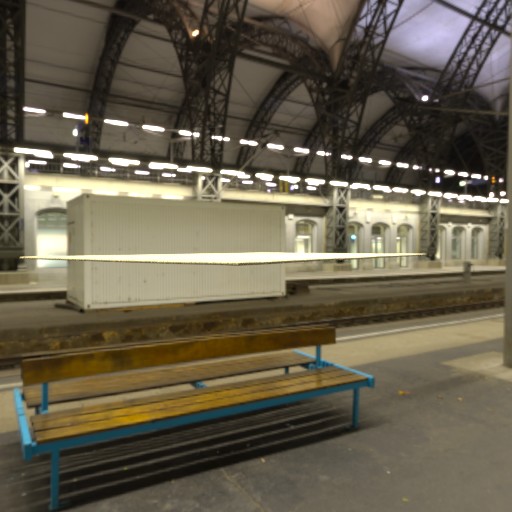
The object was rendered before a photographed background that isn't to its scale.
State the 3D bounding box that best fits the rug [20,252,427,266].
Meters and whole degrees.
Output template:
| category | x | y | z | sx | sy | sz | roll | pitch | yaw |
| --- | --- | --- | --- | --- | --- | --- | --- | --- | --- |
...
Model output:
| category | x | y | z | sx | sy | sz | roll | pitch | yaw |
| --- | --- | --- | --- | --- | --- | --- | --- | --- | --- |
| rug | 0.000 | 0.000 | 2.343 | 1.250 | 0.015 | 1.850 | 1 | 1 | 36 |
